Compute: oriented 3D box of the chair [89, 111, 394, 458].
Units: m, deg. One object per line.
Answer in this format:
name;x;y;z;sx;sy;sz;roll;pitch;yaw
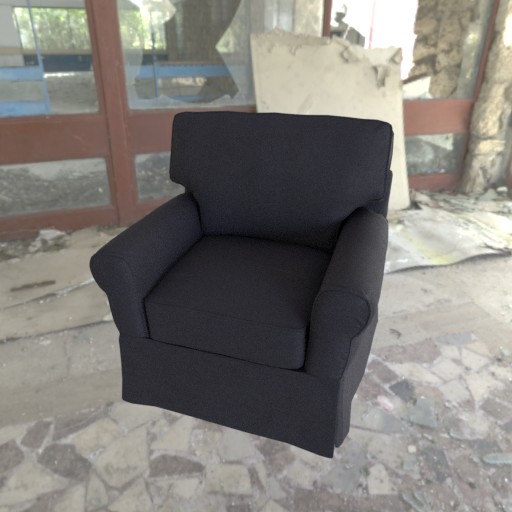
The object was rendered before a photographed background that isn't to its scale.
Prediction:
chair;0.000;0.000;1.966;1.119;1.140;1.002;8;27;16
